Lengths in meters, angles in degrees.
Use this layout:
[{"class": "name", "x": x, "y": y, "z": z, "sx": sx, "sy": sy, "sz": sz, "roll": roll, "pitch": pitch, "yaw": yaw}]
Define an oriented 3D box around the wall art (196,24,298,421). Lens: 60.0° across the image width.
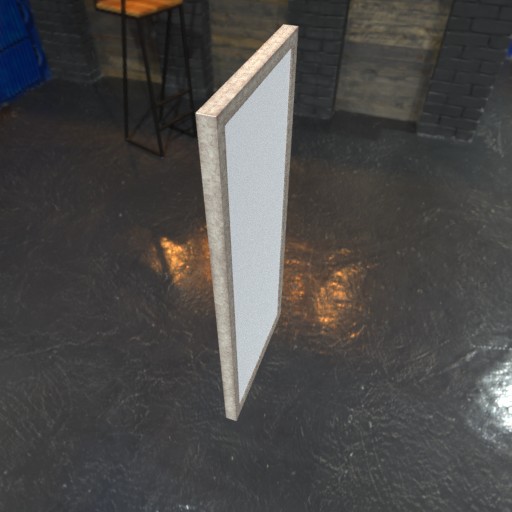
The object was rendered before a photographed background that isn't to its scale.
[{"class": "wall art", "x": 0.000, "y": 0.000, "z": 1.705, "sx": 0.051, "sy": 1.461, "sz": 0.648, "roll": 14, "pitch": 46, "yaw": 14}]
